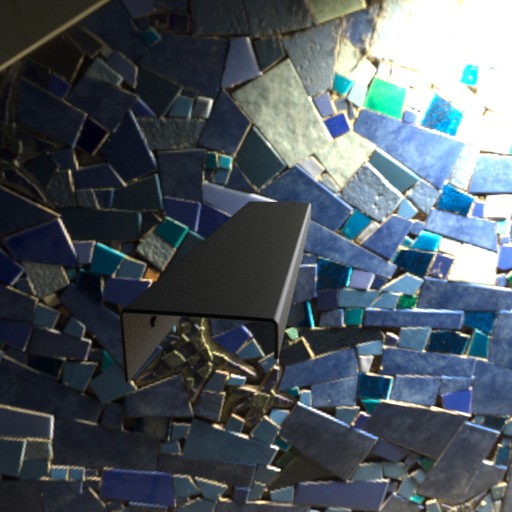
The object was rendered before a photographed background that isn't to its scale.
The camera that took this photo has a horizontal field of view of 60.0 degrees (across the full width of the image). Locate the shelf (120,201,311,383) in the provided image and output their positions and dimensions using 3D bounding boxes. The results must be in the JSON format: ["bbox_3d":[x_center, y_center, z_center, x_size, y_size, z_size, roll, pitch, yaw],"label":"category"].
[{"bbox_3d":[0.000,0.000,0.493,0.102,0.053,0.456,3,16,9],"label":"shelf"}]
